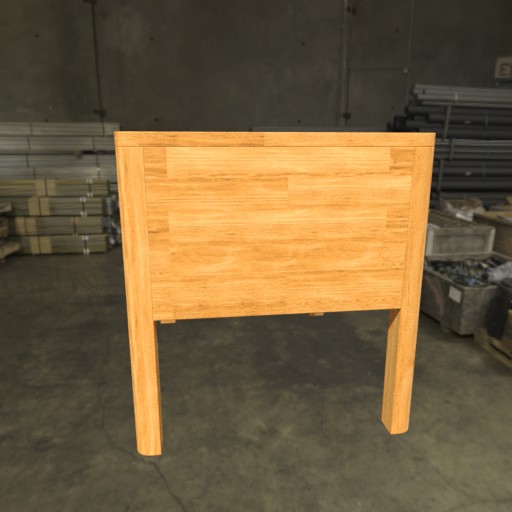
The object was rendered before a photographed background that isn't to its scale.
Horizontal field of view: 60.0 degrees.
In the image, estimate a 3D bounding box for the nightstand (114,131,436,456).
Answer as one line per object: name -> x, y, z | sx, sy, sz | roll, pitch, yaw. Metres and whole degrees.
nightstand -> 0.000, 0.000, 0.906 | 0.440, 0.470, 0.560 | -2, 14, -7
